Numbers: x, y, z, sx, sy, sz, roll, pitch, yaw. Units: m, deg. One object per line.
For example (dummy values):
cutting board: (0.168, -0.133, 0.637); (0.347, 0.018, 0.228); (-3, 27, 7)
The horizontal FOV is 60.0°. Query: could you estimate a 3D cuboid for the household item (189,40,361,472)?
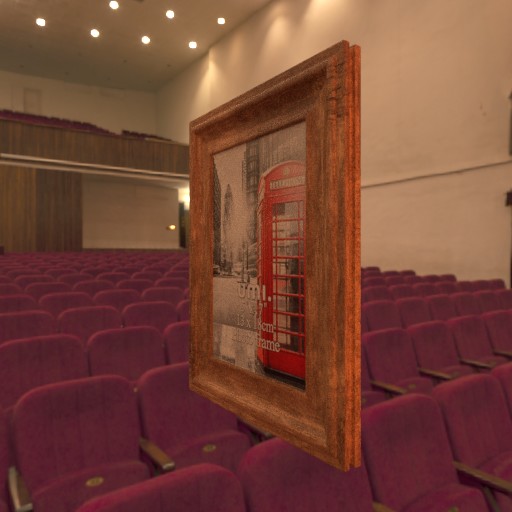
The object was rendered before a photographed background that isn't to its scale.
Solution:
household item: (0.000, 0.000, 0.322); (0.018, 0.237, 0.186); (0, 0, -35)
